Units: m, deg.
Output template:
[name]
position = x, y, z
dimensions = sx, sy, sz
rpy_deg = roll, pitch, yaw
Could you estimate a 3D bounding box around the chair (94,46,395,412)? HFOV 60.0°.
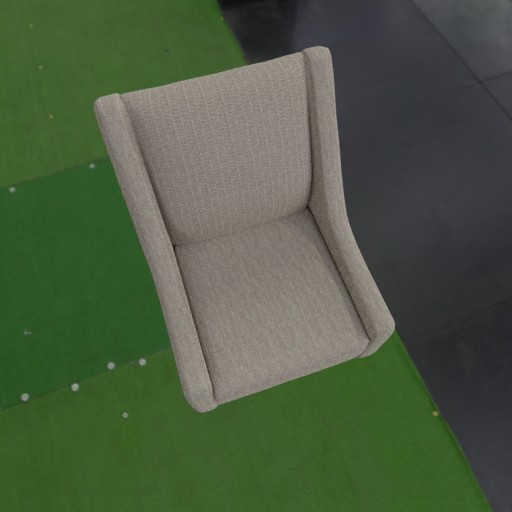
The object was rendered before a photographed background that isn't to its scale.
[chair]
position = 0.000, 0.000, 1.635
dimensions = 0.774, 1.014, 0.870
rpy_deg = -17, 65, -8
